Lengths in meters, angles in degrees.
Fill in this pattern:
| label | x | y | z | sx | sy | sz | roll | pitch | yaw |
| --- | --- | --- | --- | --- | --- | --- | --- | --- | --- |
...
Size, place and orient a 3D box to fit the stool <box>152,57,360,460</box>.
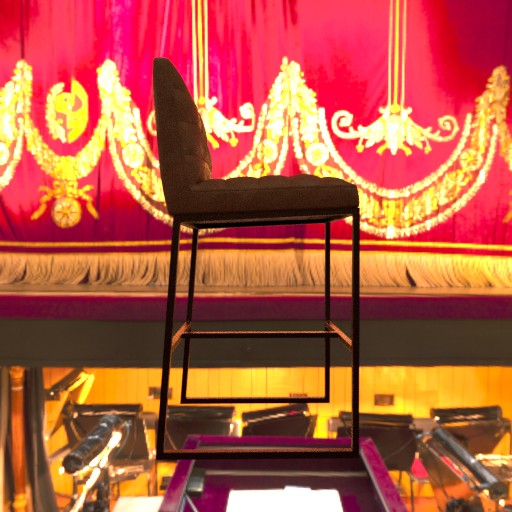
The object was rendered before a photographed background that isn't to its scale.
| label | x | y | z | sx | sy | sz | roll | pitch | yaw |
| --- | --- | --- | --- | --- | --- | --- | --- | --- | --- |
| stool | 0.000 | 0.000 | 1.379 | 0.562 | 1.065 | 0.463 | 0 | 1 | -1 |
